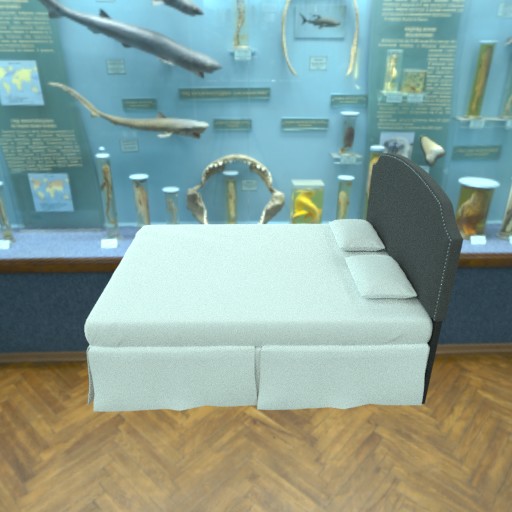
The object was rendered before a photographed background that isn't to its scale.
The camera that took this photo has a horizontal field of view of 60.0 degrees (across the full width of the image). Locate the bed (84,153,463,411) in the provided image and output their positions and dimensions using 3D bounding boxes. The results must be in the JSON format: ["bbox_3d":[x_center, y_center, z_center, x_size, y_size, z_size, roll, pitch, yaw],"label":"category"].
[{"bbox_3d":[0.000,0.000,3.008,1.999,1.270,1.558,0,25,-1],"label":"bed"}]
